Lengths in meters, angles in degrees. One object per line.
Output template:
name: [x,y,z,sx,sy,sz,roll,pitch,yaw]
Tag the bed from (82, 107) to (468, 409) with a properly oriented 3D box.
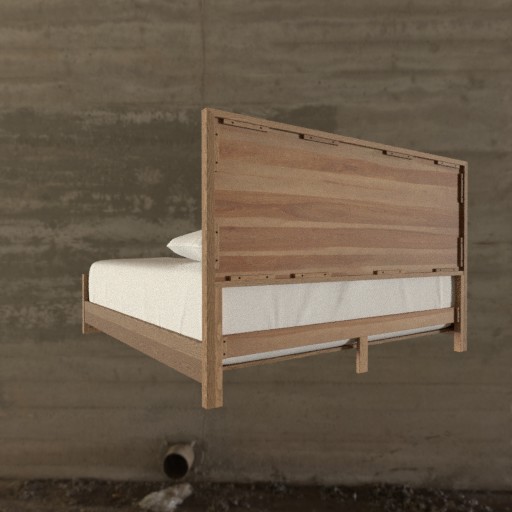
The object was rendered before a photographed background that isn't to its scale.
bed: [0.000,0.000,3.365,2.013,1.295,2.184,0,1,-35]
